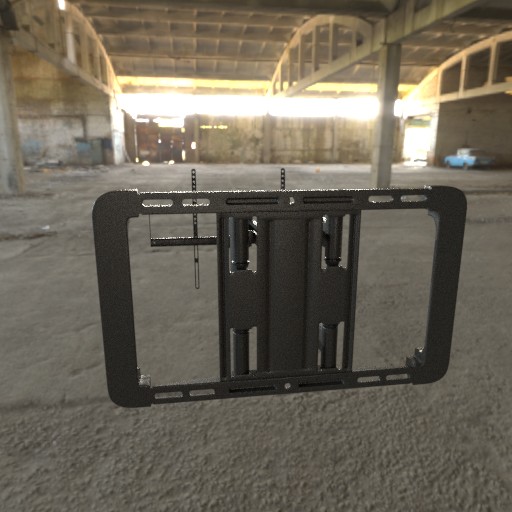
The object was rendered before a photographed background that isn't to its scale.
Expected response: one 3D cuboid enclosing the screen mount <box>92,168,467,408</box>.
[{"bbox_3d":[0.000,0.000,1.321,0.725,0.483,0.905,-2,14,-8],"label":"screen mount"}]
